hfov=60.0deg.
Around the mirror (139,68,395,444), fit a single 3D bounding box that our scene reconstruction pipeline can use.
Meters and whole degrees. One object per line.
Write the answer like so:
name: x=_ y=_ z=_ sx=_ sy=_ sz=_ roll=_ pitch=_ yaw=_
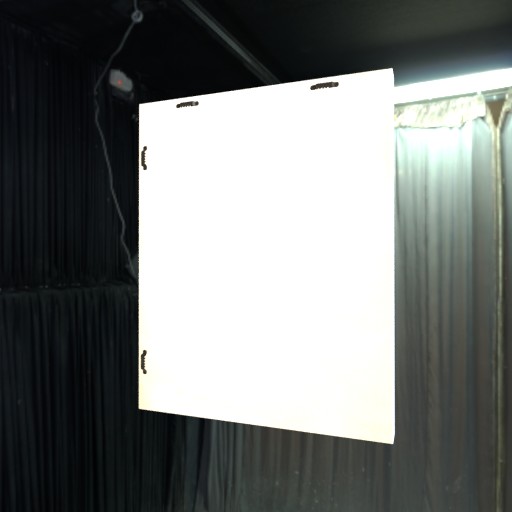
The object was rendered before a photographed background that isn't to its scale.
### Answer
mirror: x=0.000 y=0.000 z=0.684 sx=0.406 sy=0.509 sz=0.041 roll=0 pitch=0 yaw=20
